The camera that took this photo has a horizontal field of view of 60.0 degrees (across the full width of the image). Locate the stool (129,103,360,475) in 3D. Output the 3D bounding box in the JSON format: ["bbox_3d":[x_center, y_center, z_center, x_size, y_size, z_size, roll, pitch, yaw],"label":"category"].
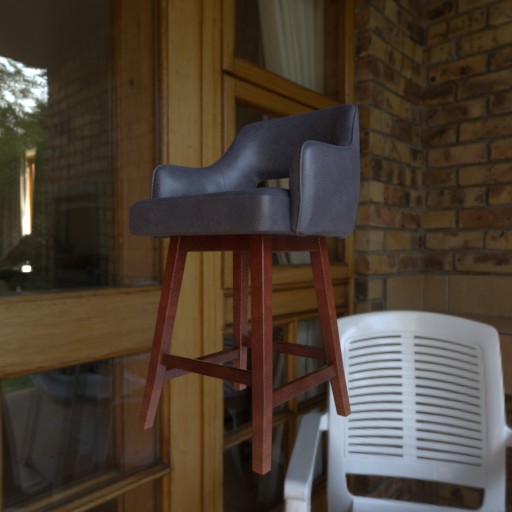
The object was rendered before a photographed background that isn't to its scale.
[{"bbox_3d":[0.000,0.000,1.274,0.550,0.936,0.560,1,1,37],"label":"stool"}]
